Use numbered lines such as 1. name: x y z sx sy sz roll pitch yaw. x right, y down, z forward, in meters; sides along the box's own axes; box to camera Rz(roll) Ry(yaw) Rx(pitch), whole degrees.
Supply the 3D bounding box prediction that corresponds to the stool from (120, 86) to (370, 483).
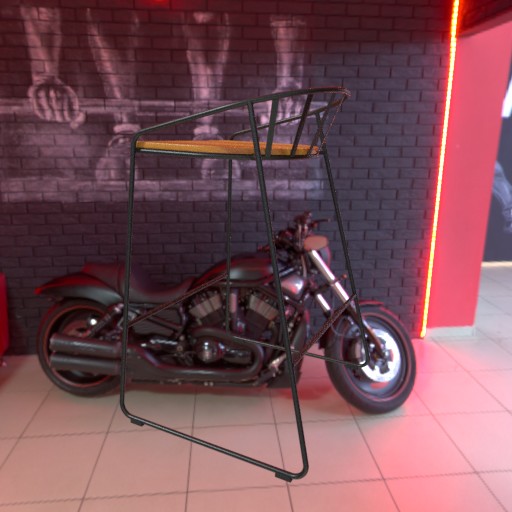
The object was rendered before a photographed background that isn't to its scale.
1. stool: 0.000 0.000 1.170 0.521 0.812 0.546 8 17 27
